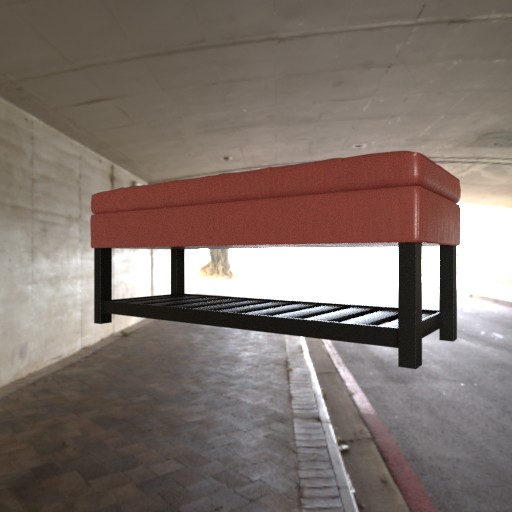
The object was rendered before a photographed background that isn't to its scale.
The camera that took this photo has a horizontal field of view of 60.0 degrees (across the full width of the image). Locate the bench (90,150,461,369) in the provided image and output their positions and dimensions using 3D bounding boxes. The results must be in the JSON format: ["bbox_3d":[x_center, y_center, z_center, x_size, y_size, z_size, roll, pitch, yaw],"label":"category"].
[{"bbox_3d":[0.000,0.000,1.372,1.105,0.460,0.432,0,0,35],"label":"bench"}]
